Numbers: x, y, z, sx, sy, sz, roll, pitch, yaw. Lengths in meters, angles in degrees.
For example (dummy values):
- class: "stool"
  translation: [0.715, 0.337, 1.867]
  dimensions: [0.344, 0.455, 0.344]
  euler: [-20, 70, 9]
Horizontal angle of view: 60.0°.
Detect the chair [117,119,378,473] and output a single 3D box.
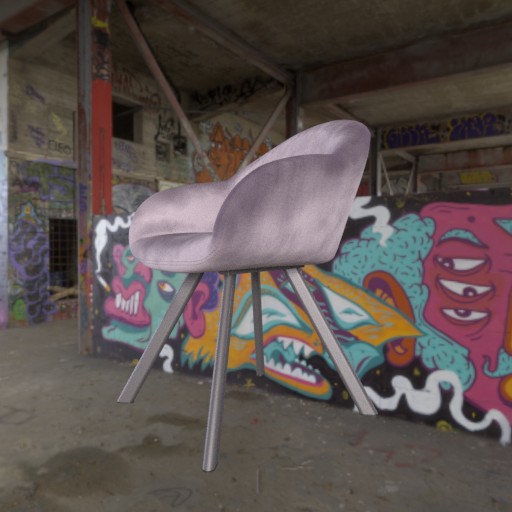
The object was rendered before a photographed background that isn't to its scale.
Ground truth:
- class: "chair"
  translation: [0.000, 0.000, 1.185]
  dimensions: [0.590, 0.795, 0.550]
  euler: [0, 1, -36]
